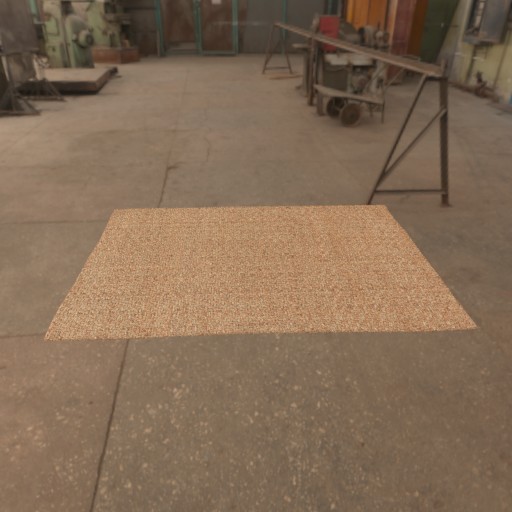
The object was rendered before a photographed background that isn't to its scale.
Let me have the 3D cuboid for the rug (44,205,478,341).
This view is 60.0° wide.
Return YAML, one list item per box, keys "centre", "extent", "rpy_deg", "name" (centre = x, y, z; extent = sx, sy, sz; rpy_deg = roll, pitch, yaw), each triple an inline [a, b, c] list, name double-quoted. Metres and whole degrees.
- centre: [0.000, 0.000, 2.827]
  extent: [2.141, 0.013, 1.566]
  rpy_deg: [-2, 30, -3]
  name: "rug"
